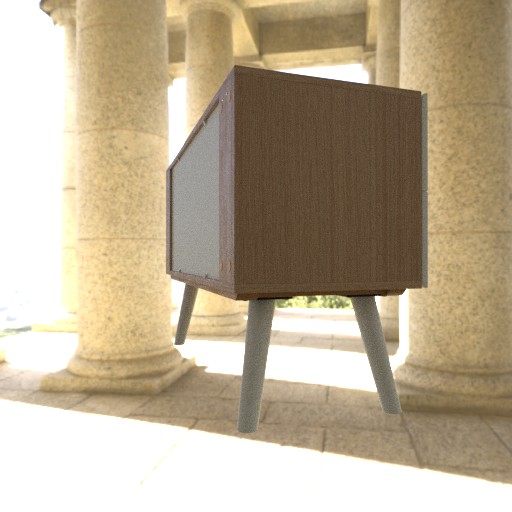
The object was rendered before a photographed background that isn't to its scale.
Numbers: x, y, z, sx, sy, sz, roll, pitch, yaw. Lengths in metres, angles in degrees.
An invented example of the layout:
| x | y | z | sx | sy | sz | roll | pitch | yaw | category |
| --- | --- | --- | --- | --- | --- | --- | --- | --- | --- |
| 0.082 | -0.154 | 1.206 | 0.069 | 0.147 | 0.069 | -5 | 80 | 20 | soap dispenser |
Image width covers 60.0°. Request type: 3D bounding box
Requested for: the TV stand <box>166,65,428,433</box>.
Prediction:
| x | y | z | sx | sy | sz | roll | pitch | yaw | category |
| --- | --- | --- | --- | --- | --- | --- | --- | --- | --- |
| 0.000 | 0.000 | 1.303 | 0.407 | 0.660 | 0.991 | 0 | 0 | -18 | TV stand |
